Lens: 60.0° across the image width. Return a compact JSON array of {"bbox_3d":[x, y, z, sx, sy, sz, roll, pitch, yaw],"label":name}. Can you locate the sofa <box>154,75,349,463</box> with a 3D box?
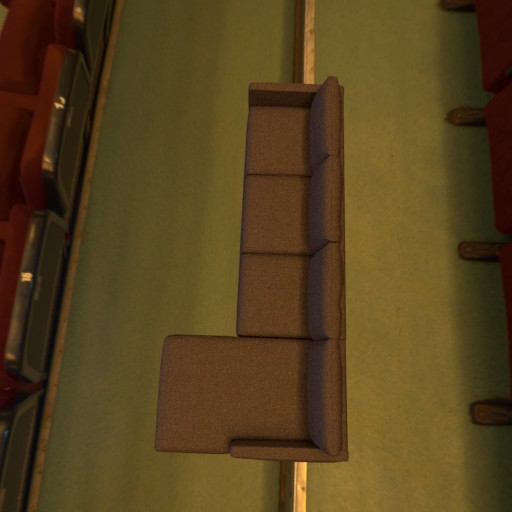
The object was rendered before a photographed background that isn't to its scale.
[{"bbox_3d":[0.000,0.000,3.830,1.483,0.892,3.221,2,75,1],"label":"sofa"}]
